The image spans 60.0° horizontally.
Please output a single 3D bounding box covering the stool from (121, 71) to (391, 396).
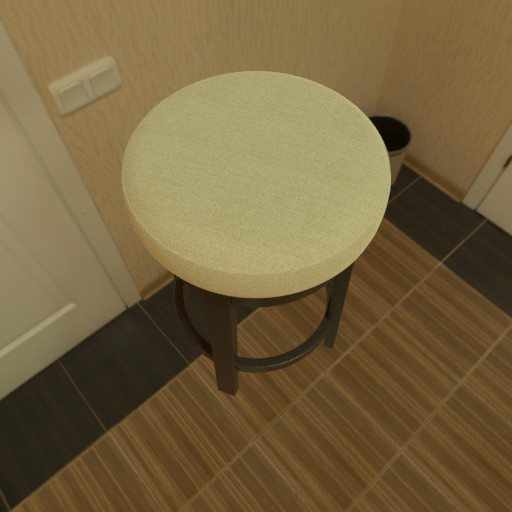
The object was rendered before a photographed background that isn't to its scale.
[{"bbox_3d":[0.000,0.000,0.954,0.449,0.655,0.449,0,59,0],"label":"stool"}]
